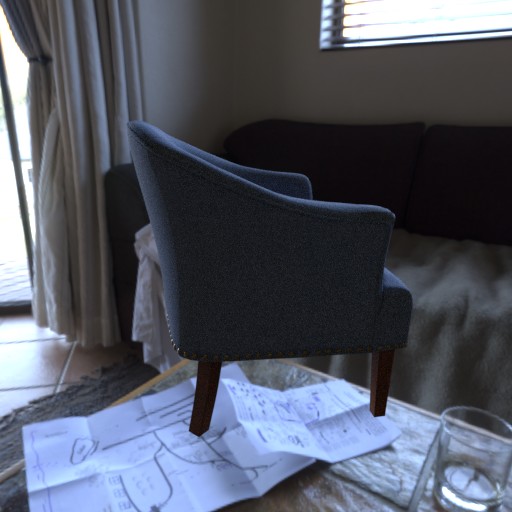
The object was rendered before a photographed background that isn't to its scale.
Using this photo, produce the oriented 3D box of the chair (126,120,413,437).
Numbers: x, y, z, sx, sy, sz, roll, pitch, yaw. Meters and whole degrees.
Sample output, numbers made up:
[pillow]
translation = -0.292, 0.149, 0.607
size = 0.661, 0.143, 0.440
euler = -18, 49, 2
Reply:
[chair]
translation = 0.000, 0.000, 1.392
size = 0.704, 0.815, 0.798
euler = -3, 17, -10
